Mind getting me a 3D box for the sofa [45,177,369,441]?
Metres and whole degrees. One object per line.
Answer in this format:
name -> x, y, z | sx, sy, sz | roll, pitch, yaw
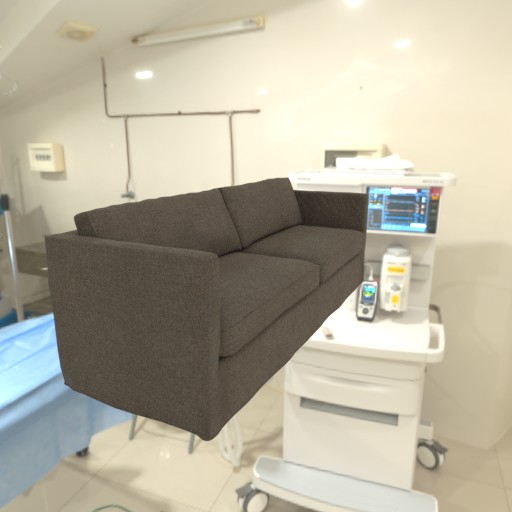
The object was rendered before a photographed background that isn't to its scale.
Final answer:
sofa -> 0.000, 0.000, 3.282 | 1.036, 0.998, 2.779 | 7, 16, 27
